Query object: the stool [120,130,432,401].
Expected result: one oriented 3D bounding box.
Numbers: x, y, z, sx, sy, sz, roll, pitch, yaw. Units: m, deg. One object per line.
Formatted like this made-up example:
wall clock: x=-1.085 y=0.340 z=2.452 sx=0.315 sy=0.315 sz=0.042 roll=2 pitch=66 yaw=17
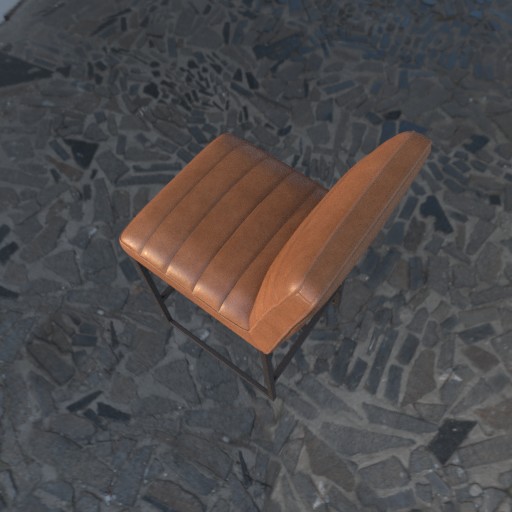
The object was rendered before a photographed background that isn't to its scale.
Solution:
stool: x=0.000 y=0.000 z=1.243 sx=0.556 sy=0.940 sz=0.458 roll=33 pitch=67 yaw=16
